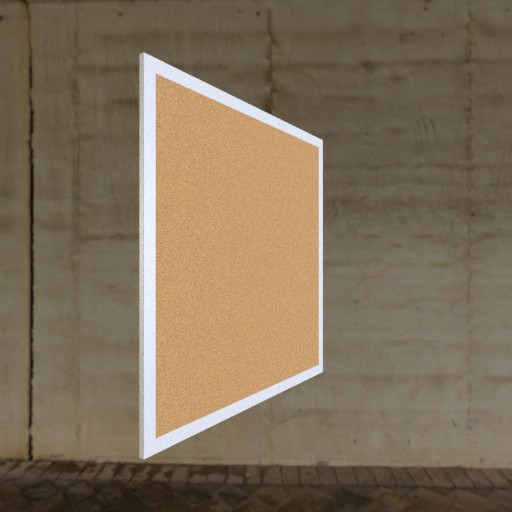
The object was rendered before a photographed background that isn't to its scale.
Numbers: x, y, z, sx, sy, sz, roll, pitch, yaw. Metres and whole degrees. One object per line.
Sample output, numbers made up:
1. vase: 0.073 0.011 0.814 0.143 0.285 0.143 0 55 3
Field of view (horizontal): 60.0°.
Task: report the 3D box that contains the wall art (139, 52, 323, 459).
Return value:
1. wall art: 0.000 0.000 1.222 0.013 0.813 0.812 0 0 34
